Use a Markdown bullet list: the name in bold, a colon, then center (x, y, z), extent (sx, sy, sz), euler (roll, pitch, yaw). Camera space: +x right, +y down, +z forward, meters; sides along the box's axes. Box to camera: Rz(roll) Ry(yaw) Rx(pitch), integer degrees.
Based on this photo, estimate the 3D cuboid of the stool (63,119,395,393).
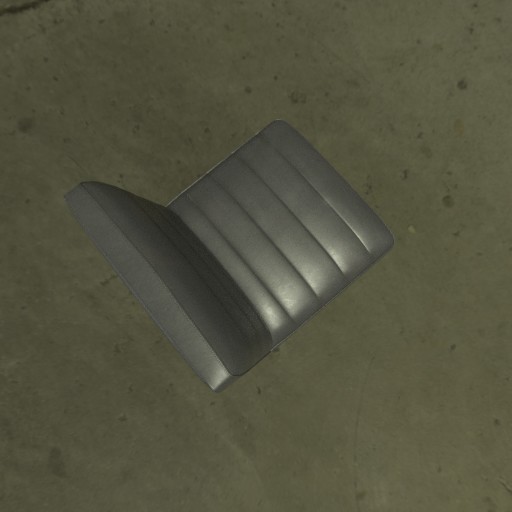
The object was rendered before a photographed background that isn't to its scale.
- **stool**: center (0.000, 0.000, 1.231), extent (0.552, 0.938, 0.457), euler (-39, 79, -9)
